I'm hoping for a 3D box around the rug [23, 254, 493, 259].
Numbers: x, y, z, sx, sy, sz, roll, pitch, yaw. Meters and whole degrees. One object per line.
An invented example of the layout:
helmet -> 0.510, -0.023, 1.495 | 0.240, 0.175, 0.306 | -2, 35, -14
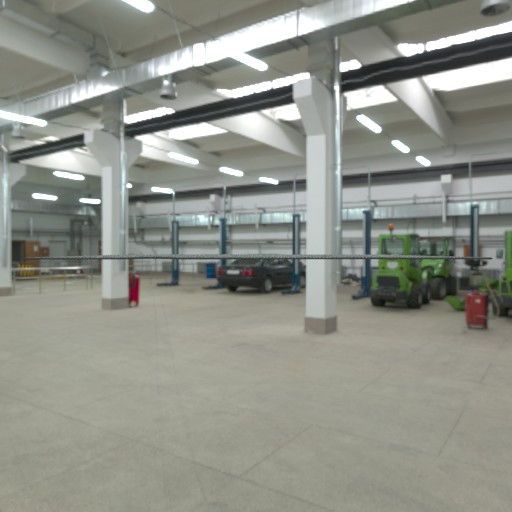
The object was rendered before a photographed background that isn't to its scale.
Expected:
rug -> 0.000, 0.000, 4.099 | 3.068, 0.021, 2.456 | 0, 1, -1
